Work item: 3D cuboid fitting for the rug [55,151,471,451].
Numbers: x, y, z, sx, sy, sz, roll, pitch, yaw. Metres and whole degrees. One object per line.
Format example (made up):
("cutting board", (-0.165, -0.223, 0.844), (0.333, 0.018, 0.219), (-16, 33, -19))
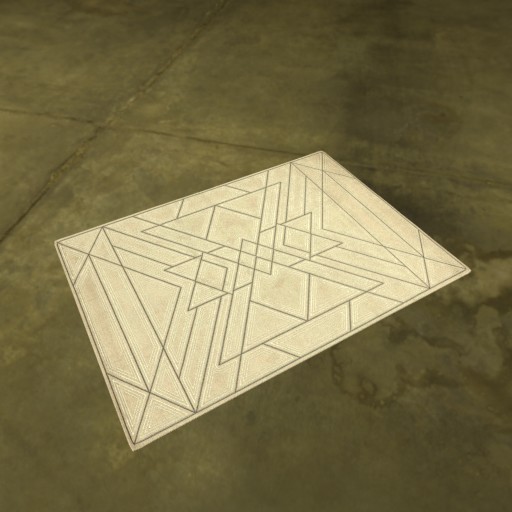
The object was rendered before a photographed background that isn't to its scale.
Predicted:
("rug", (0.000, 0.000, 4.386), (3.381, 0.026, 2.436), (-22, 50, -20))
